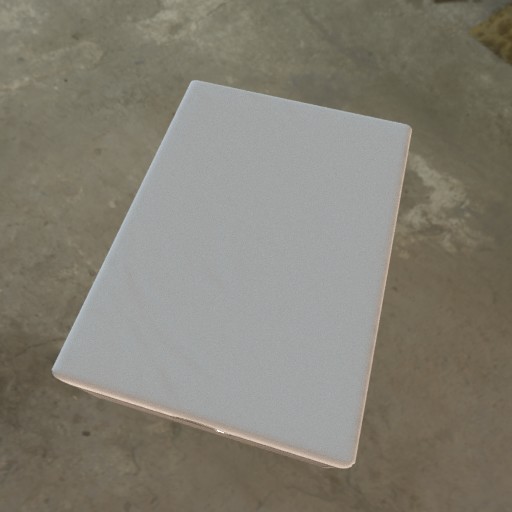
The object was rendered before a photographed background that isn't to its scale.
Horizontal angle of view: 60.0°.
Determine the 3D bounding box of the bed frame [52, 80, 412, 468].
[{"bbox_3d":[0.000,0.000,2.512,1.400,0.561,1.900,14,65,7],"label":"bed frame"}]
